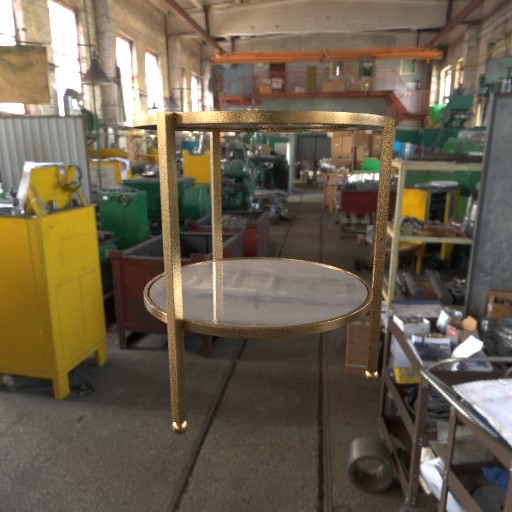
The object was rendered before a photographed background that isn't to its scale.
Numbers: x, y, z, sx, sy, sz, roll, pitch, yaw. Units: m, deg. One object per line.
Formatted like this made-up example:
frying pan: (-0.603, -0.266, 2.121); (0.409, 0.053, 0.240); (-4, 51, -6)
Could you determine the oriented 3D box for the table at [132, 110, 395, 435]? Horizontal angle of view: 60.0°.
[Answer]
table: (0.000, 0.000, 0.458); (0.231, 0.269, 0.243); (-7, 15, -24)
